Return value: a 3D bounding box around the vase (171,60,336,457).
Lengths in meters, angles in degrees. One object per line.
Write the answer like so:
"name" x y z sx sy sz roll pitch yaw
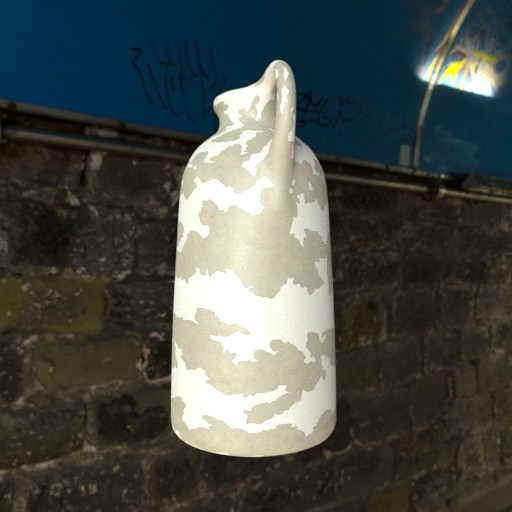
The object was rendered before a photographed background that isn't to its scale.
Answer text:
"vase" 0.000 0.000 0.499 0.186 0.382 0.203 0 0 -18
